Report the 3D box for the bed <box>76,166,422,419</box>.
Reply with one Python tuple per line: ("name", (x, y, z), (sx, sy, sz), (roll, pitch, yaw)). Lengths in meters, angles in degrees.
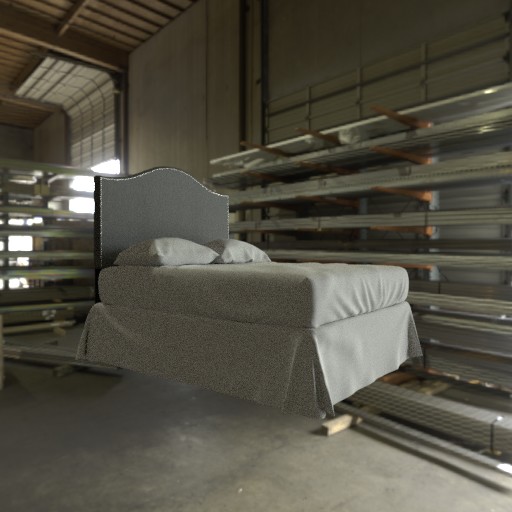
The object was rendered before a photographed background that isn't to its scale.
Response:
("bed", (0.000, 0.000, 3.574), (2.221, 1.645, 1.876), (1, 1, 37))
